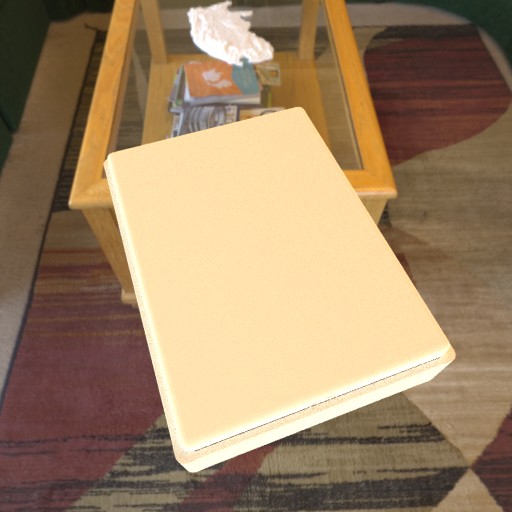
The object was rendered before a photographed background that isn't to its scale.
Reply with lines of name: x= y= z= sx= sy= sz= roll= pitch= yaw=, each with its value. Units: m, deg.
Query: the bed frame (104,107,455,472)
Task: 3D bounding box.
bed frame: x=0.000 y=0.000 z=2.584 sx=1.400 sy=0.406 sz=1.900 roll=-17 pitch=60 yaw=-10
